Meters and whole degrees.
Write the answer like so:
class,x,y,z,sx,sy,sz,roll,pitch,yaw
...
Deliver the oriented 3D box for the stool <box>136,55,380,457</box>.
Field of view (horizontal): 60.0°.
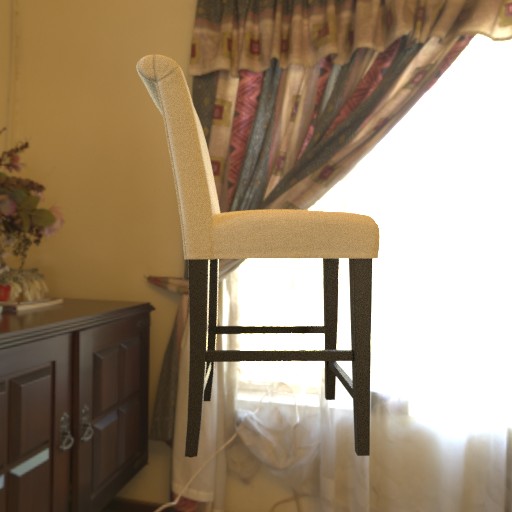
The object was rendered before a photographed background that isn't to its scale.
class,x,y,z,sx,sy,sz,roll,pitch,yaw
stool,0.000,0.000,1.291,0.597,0.976,0.452,0,0,-1
